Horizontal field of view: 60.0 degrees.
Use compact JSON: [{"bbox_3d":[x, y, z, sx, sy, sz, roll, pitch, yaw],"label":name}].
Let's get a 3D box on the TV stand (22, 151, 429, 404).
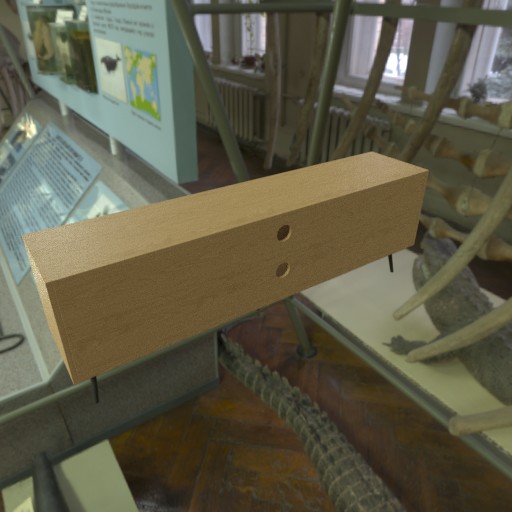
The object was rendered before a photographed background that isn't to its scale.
[{"bbox_3d":[0.000,0.000,2.009,1.760,0.580,0.400,-19,35,-29],"label":"TV stand"}]
